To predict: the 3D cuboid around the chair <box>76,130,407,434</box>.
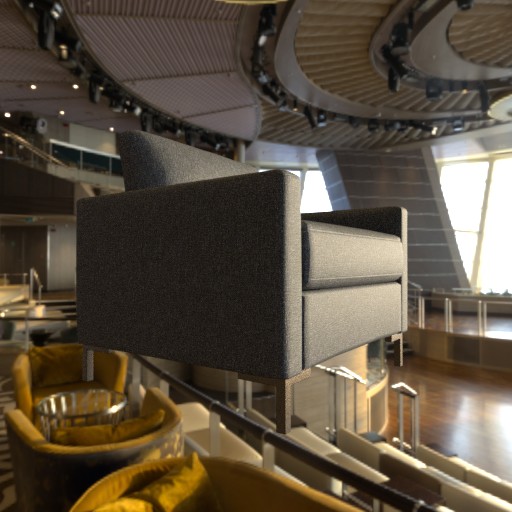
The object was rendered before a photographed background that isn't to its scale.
[{"bbox_3d":[0.000,0.000,1.639,0.866,0.861,0.963,-1,-1,36],"label":"chair"}]
